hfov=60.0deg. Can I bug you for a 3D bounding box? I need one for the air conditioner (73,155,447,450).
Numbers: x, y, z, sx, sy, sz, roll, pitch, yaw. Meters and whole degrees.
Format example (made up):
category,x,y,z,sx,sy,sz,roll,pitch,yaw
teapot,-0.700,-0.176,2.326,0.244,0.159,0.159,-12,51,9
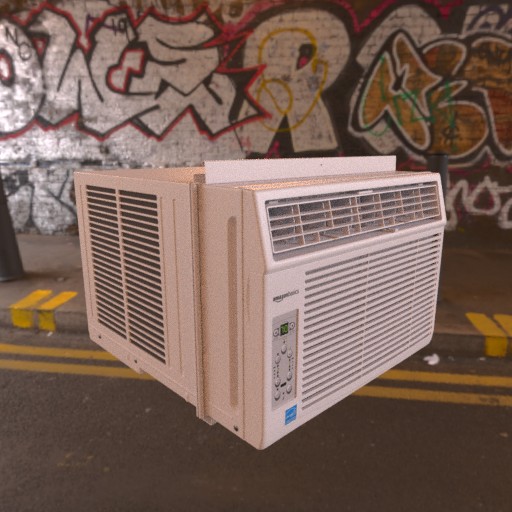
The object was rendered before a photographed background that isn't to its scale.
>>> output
category,x,y,z,sx,sy,sz,roll,pitch,yaw
air conditioner,0.000,0.000,0.884,0.503,0.388,0.546,-13,19,-42
